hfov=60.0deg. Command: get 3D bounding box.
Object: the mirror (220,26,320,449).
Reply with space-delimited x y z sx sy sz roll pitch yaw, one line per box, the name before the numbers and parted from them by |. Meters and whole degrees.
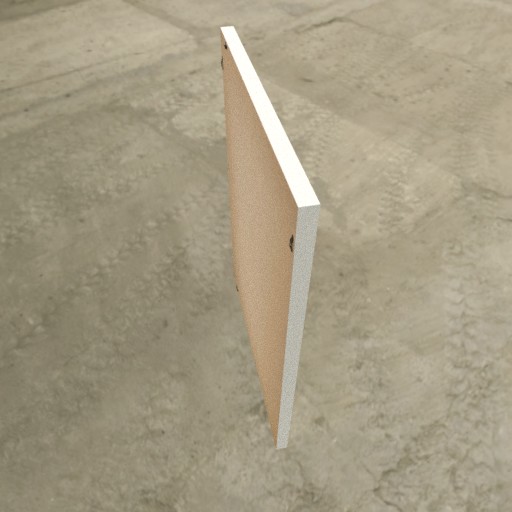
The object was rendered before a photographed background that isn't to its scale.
mirror | 0.000 0.000 1.311 0.041 1.016 0.762 -9 47 -8
